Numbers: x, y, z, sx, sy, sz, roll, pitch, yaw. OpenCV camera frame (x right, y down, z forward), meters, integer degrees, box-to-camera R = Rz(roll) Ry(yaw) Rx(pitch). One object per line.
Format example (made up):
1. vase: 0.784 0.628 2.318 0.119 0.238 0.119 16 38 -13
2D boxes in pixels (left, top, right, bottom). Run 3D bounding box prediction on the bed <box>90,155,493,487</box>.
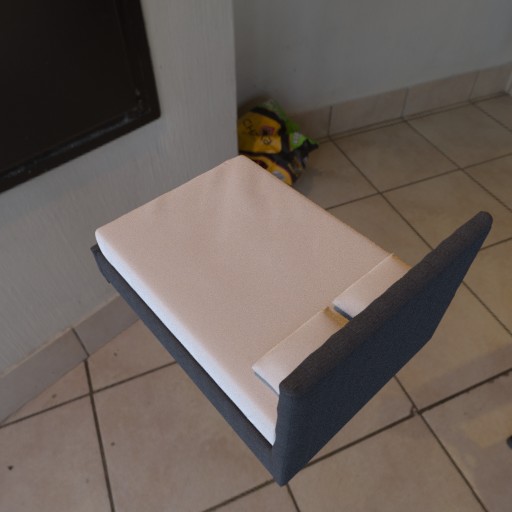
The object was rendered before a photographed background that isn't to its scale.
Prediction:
1. bed: 0.000 0.000 3.334 1.698 1.427 2.387 -33 56 -26
